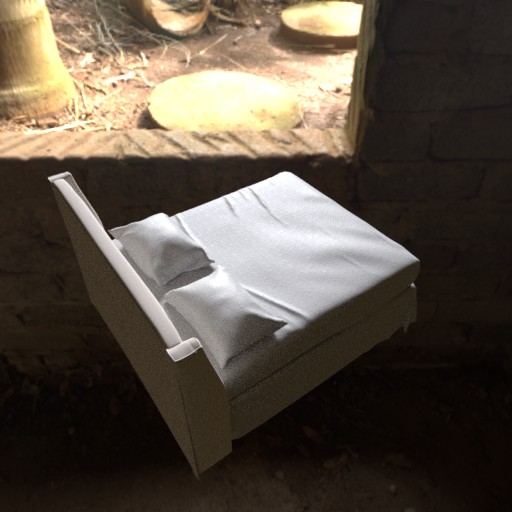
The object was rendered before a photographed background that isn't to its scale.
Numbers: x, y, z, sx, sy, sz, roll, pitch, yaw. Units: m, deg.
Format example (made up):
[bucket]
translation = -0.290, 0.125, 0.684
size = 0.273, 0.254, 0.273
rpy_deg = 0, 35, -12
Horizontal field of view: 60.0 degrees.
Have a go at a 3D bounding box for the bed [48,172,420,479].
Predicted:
[bed]
translation = 0.000, 0.000, 3.454
size = 2.276, 1.332, 1.925
rpy_deg = -26, 48, -26
